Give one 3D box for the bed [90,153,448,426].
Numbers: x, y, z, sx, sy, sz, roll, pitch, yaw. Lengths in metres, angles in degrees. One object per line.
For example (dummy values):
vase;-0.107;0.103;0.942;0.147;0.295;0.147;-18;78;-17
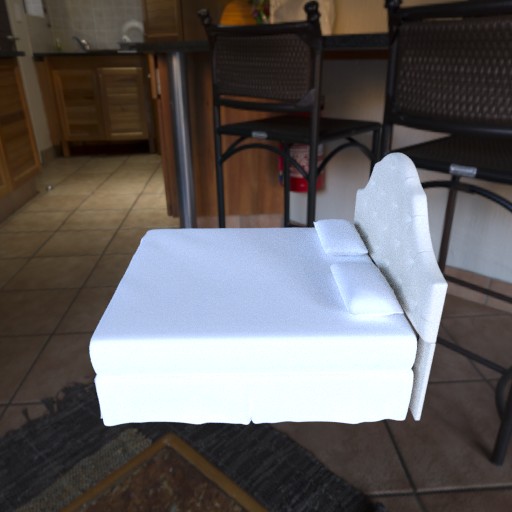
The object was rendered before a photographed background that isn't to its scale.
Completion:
bed;0.000;0.000;3.571;2.214;1.615;2.008;-1;25;-1
